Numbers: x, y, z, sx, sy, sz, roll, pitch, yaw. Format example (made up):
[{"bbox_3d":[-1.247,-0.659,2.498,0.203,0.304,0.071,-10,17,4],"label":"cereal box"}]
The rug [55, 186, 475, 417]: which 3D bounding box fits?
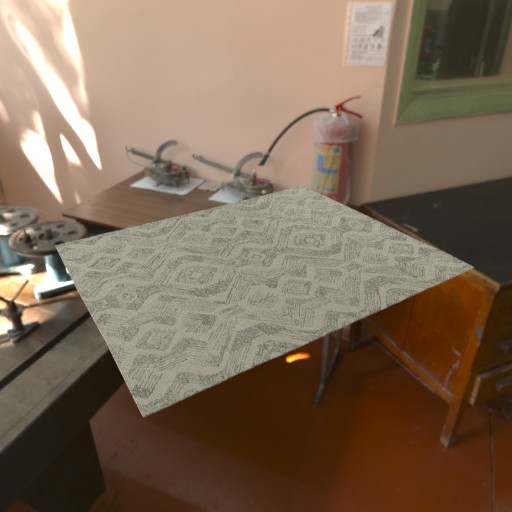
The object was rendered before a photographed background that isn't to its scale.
[{"bbox_3d":[0.000,0.000,4.091,3.054,0.030,2.430,-17,34,-28],"label":"rug"}]
